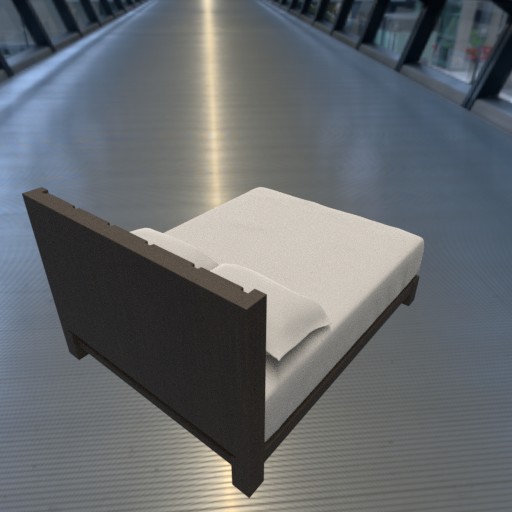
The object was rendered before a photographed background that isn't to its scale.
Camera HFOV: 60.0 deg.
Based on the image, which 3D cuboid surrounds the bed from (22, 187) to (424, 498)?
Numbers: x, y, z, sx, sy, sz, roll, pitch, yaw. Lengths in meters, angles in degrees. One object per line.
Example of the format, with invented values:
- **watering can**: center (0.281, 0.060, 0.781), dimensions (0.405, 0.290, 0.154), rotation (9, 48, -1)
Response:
- **bed**: center (0.000, 0.000, 3.215), dimensions (1.727, 1.270, 2.242), rotation (23, 38, 32)
